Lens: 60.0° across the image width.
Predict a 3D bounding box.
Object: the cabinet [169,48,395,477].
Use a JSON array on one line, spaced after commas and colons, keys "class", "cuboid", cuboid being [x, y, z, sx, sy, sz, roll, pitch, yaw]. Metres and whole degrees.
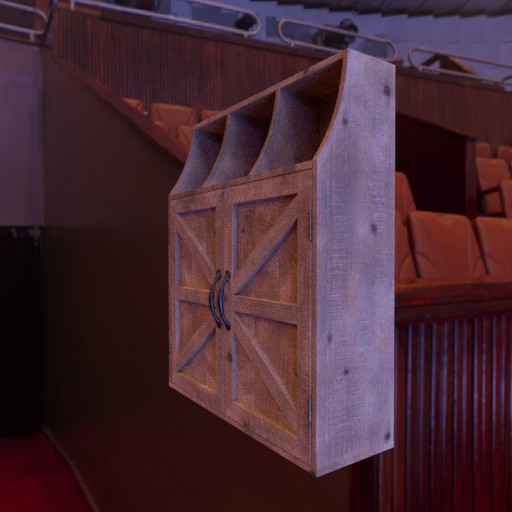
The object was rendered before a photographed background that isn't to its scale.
[{"class": "cabinet", "cuboid": [0.000, 0.000, 0.834, 0.184, 0.590, 0.489, -1, 1, -35]}]
